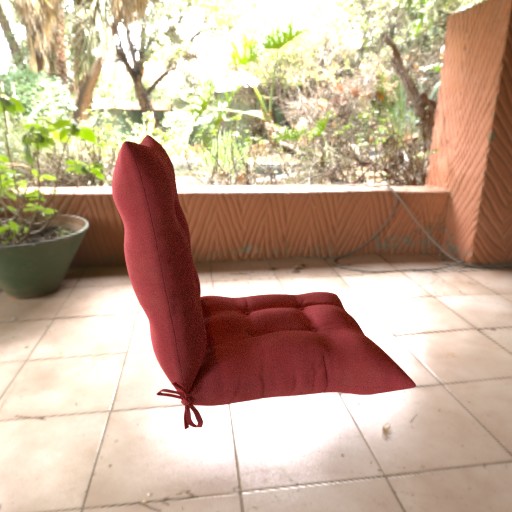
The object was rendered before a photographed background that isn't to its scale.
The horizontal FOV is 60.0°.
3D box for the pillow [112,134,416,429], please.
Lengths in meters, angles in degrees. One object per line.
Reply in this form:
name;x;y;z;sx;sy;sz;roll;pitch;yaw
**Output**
pillow;0.000;0.000;1.026;0.585;0.536;0.541;-2;16;-9
